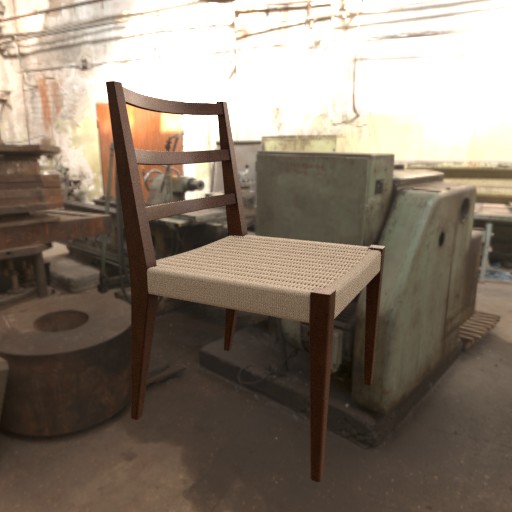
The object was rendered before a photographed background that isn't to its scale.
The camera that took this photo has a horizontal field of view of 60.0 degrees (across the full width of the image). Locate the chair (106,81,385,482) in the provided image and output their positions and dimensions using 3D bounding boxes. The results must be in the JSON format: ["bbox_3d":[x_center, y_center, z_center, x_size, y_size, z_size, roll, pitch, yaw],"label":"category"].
[{"bbox_3d":[0.000,0.000,1.135,0.551,0.813,0.480,7,15,27],"label":"chair"}]
